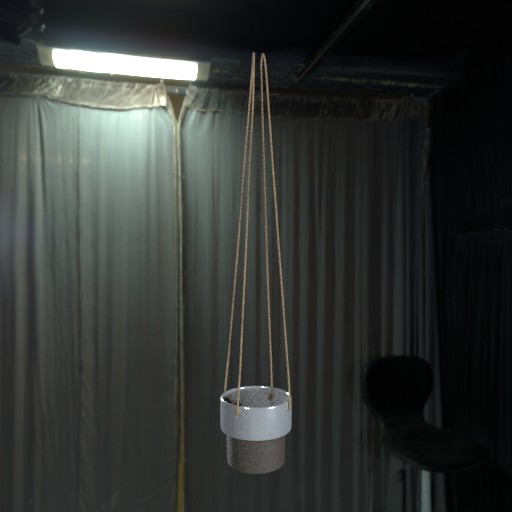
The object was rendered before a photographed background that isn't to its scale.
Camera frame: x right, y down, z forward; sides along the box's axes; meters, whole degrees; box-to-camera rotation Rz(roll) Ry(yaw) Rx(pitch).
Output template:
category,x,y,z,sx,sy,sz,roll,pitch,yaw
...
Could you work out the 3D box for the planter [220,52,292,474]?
category,x,y,z,sx,sy,sz,roll,pitch,yaw
planter,0.000,0.000,1.167,0.187,1.073,0.187,0,0,-17
